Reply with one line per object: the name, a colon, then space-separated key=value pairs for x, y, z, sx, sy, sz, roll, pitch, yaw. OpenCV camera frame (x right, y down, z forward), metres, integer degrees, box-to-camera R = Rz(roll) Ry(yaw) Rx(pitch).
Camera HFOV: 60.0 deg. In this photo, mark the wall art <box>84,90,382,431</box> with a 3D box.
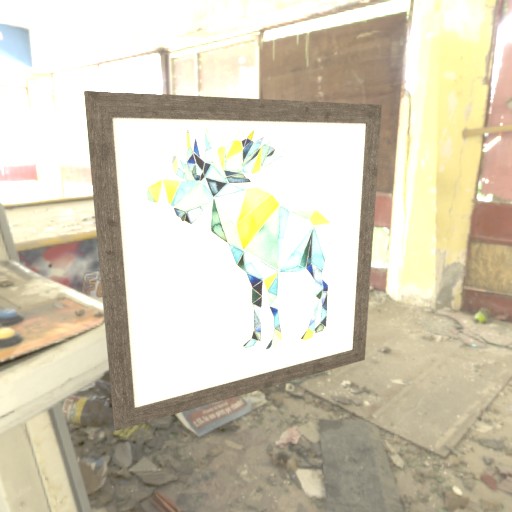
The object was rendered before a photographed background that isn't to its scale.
wall art: x=0.000 y=0.000 z=0.682 sx=0.457 sy=0.457 sz=0.013 roll=-7 pitch=16 yaw=-27
